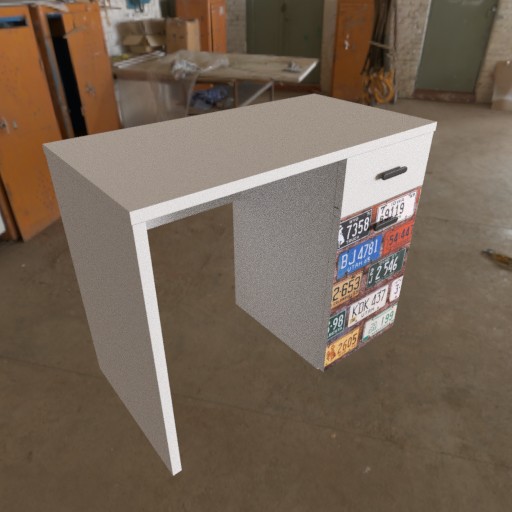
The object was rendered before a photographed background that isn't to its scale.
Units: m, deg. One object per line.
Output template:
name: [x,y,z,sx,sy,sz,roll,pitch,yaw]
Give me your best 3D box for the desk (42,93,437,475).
desk: [0.000,0.000,1.307,0.898,0.730,0.482,-23,38,-32]
